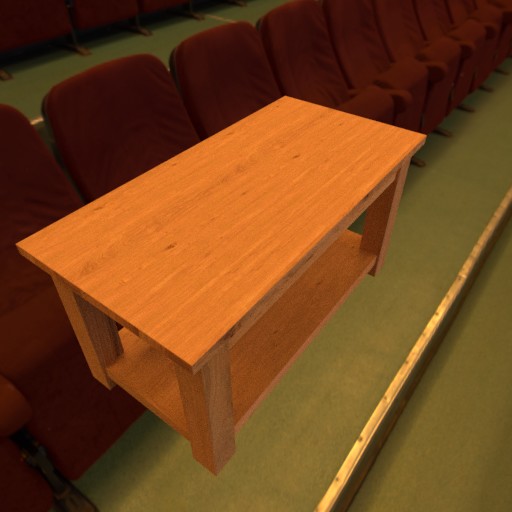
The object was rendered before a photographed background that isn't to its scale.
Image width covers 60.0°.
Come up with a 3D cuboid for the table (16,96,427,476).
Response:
[{"bbox_3d":[0.000,0.000,1.146,0.450,0.452,0.899,26,48,27],"label":"table"}]
